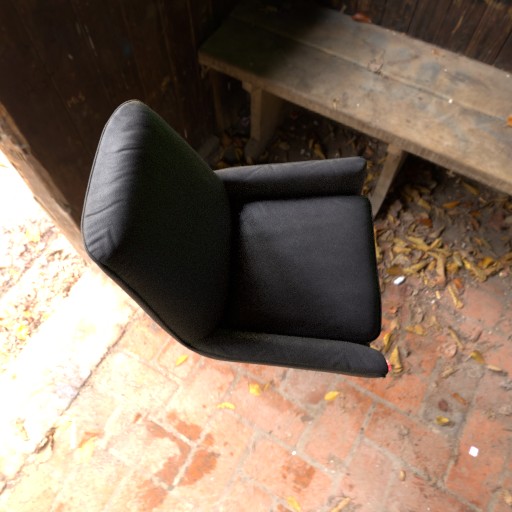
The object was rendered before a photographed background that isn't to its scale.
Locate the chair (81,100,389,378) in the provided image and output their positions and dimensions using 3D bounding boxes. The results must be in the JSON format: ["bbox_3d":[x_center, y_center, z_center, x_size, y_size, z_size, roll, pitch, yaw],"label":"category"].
[{"bbox_3d":[0.000,0.000,1.469,0.822,0.888,0.787,1,63,1],"label":"chair"}]
